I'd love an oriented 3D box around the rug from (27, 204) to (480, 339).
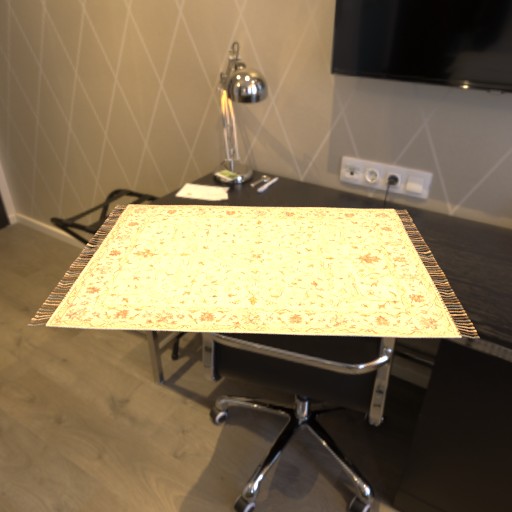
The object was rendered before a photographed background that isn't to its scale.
[{"bbox_3d":[0.000,0.000,2.325,1.861,0.017,1.218,1,31,2],"label":"rug"}]
